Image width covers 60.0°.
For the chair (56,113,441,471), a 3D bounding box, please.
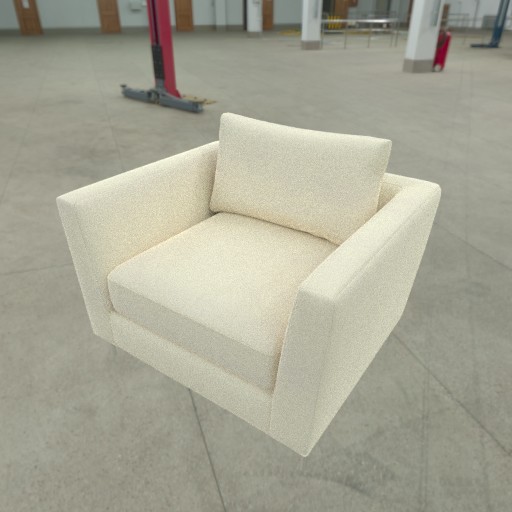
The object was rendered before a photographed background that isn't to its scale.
[{"bbox_3d":[0.000,0.000,1.650,1.041,0.865,0.889,19,35,30],"label":"chair"}]
